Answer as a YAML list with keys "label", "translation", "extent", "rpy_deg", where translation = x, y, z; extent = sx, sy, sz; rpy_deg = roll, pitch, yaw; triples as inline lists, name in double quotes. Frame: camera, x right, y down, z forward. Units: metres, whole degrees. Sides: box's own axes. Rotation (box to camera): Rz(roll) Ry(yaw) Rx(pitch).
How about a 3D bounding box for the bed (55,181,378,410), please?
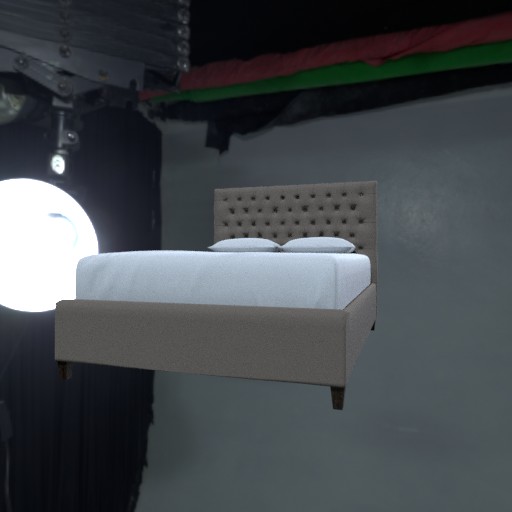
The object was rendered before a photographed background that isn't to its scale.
- label: "bed"
  translation: [0.000, 0.000, 3.417]
  extent: [1.698, 1.427, 2.387]
  rpy_deg: [0, 0, 18]
